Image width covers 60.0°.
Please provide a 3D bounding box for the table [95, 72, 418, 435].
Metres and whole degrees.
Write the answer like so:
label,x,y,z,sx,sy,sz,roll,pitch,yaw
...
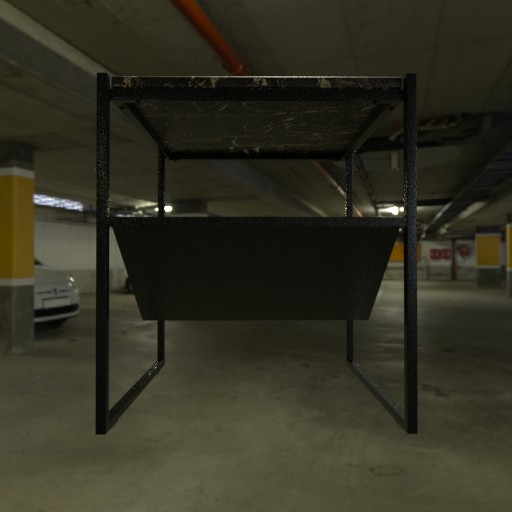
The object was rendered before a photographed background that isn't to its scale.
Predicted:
label,x,y,z,sx,sy,sz,roll,pitch,yaw
table,0.000,0.000,0.862,0.469,0.534,0.432,0,-1,0
